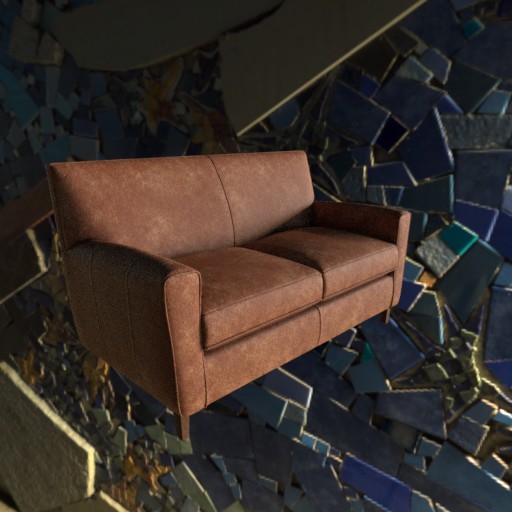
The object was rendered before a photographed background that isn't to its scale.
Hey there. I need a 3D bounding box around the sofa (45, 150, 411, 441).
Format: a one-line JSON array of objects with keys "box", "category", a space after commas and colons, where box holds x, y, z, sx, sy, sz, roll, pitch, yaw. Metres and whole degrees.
[{"box": [0.000, 0.000, 2.016, 1.473, 0.871, 0.787, -15, 22, -43], "category": "sofa"}]
